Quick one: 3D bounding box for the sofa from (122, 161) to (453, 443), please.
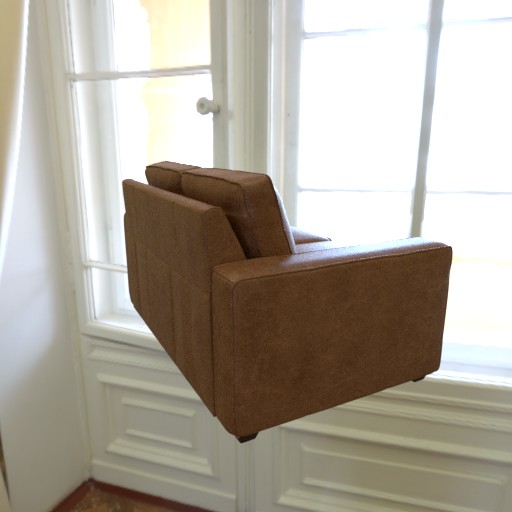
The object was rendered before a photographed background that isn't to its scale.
[{"bbox_3d":[0.000,0.000,2.204,1.020,0.896,1.532,-8,17,-27],"label":"sofa"}]
